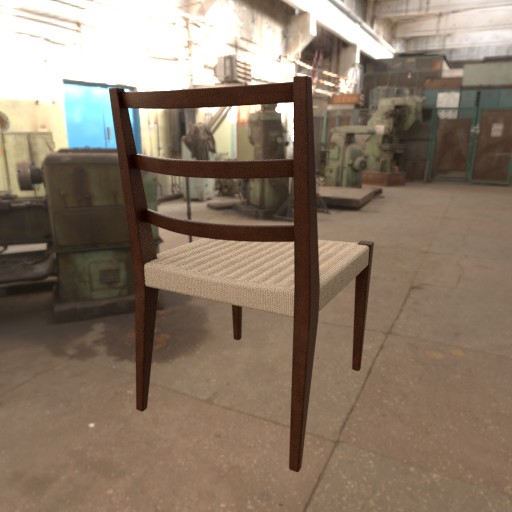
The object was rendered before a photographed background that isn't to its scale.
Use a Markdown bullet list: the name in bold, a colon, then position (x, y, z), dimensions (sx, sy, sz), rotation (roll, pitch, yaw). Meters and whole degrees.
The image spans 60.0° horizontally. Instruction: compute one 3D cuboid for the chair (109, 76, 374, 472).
- **chair**: position (0.000, 0.000, 1.169), dimensions (0.480, 0.813, 0.551), rotation (9, 18, 28)
